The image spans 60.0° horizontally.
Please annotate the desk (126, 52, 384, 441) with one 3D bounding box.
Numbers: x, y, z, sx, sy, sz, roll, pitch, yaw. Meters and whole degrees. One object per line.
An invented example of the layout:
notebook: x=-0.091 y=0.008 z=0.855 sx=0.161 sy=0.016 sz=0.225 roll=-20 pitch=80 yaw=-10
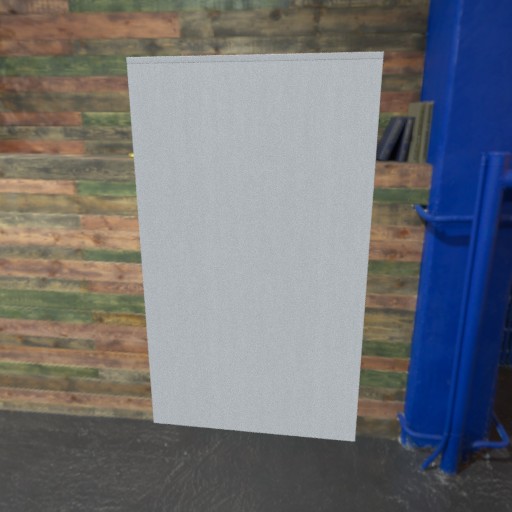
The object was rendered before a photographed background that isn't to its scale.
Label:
desk: x=0.000 y=0.000 z=1.575 sx=0.750 sy=1.280 sz=0.250 roll=2 pitch=16 yaw=8
